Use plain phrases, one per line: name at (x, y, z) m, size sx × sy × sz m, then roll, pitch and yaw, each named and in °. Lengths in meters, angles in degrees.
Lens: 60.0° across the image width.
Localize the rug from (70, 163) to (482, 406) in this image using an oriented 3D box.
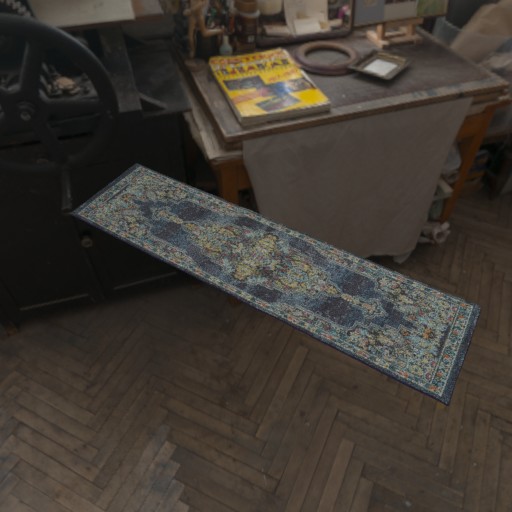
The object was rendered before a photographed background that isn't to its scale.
rug at (0.000, 0.000, 2.440) m, size 2.283 × 0.016 × 0.602 m, roll 25°, pitch 52°, yaw 21°
